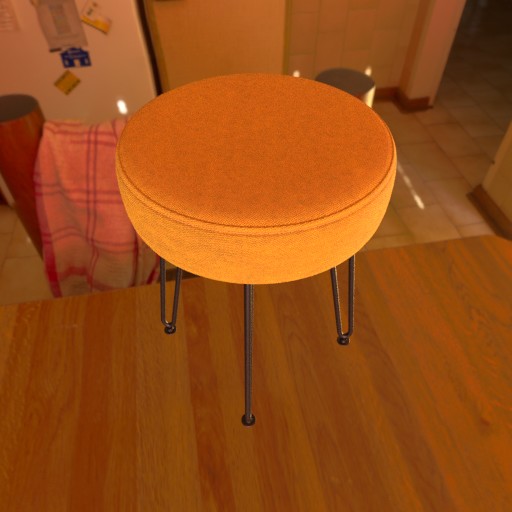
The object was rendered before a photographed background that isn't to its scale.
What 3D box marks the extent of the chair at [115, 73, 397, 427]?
[{"bbox_3d":[0.000,0.000,0.698,0.345,0.455,0.345,-32,55,-26],"label":"chair"}]
